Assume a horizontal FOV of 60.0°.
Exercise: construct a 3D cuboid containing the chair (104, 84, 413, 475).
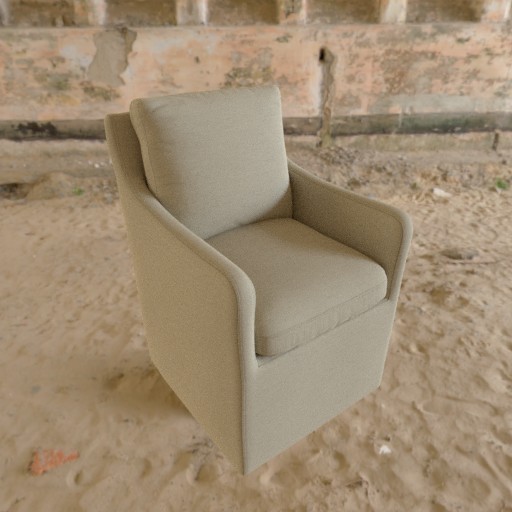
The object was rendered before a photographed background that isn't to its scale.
[{"bbox_3d":[0.000,0.000,1.361,0.626,0.914,0.694,-20,34,-31],"label":"chair"}]
